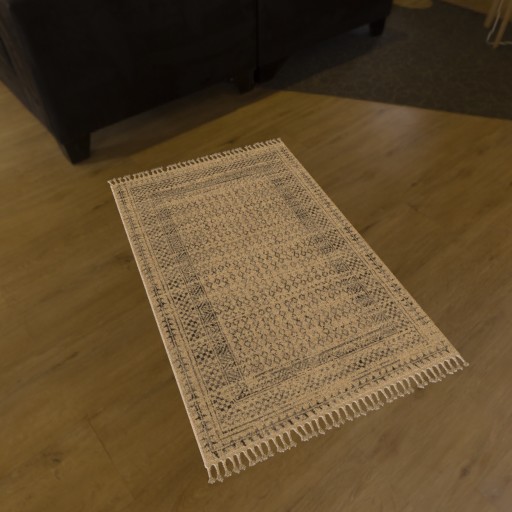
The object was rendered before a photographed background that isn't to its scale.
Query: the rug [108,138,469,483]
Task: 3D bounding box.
[{"bbox_3d":[0.000,0.000,3.024,1.548,0.013,2.486,-18,50,-16],"label":"rug"}]
